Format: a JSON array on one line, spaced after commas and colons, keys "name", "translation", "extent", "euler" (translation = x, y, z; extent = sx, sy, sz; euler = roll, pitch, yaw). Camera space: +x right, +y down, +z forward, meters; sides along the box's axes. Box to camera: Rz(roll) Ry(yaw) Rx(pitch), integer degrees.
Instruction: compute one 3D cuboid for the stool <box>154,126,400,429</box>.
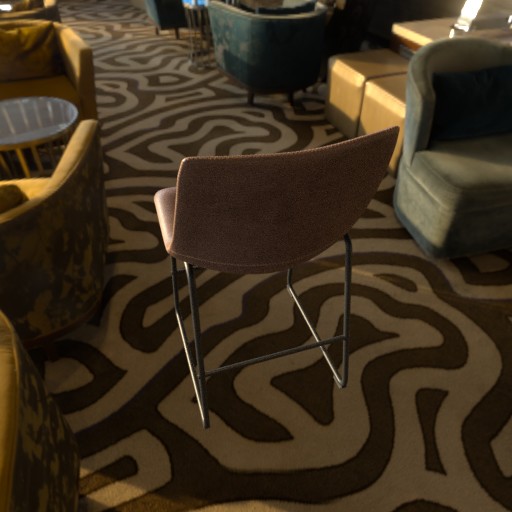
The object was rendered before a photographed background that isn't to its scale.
[{"name": "stool", "translation": [0.000, 0.000, 1.172], "extent": [0.460, 0.890, 0.550], "euler": [-12, 42, -13]}]
